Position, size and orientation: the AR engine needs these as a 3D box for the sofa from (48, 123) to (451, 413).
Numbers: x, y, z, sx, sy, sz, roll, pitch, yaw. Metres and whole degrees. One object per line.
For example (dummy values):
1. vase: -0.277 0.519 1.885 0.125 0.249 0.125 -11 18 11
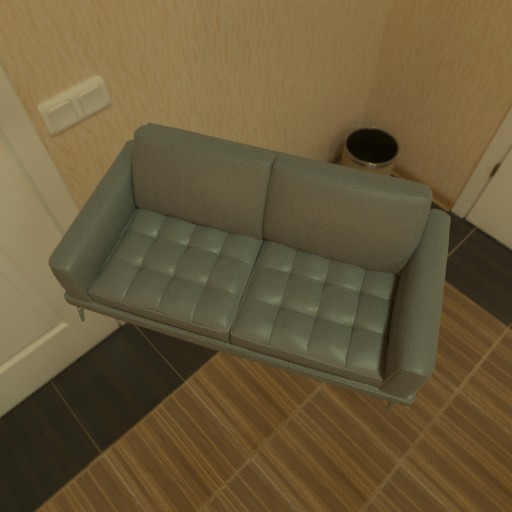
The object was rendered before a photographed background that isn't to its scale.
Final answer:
1. sofa: 0.000 0.000 2.677 2.177 0.930 1.121 15 58 9
